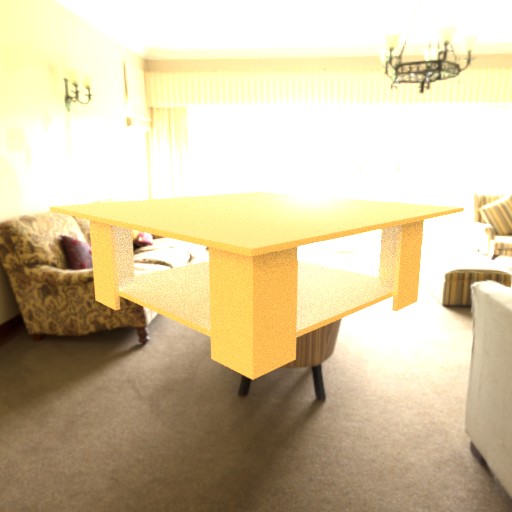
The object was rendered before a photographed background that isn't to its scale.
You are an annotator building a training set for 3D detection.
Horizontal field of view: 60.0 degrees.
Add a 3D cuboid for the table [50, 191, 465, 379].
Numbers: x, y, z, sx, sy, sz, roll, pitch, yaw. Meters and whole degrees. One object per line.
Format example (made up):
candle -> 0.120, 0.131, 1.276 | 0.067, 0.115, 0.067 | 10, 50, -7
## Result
table -> 0.000, 0.000, 1.377 | 0.890, 0.305, 0.890 | -12, 17, -43
